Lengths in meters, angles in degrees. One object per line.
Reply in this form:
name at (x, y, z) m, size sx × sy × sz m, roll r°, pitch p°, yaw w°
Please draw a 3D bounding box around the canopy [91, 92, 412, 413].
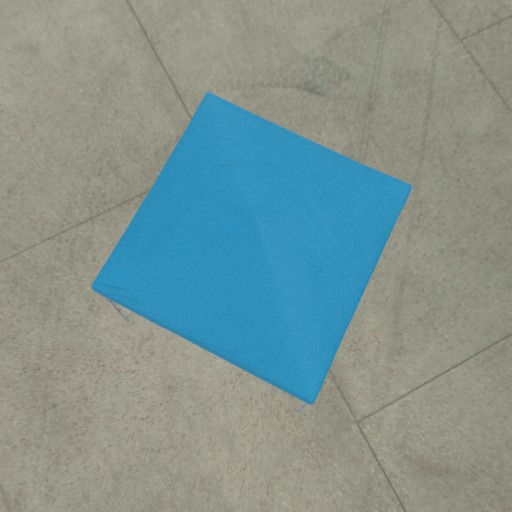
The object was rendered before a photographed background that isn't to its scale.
canopy at (0.000, 0.000, 5.217) m, size 2.850 × 2.850 × 2.849 m, roll 26°, pitch 78°, yaw 6°
